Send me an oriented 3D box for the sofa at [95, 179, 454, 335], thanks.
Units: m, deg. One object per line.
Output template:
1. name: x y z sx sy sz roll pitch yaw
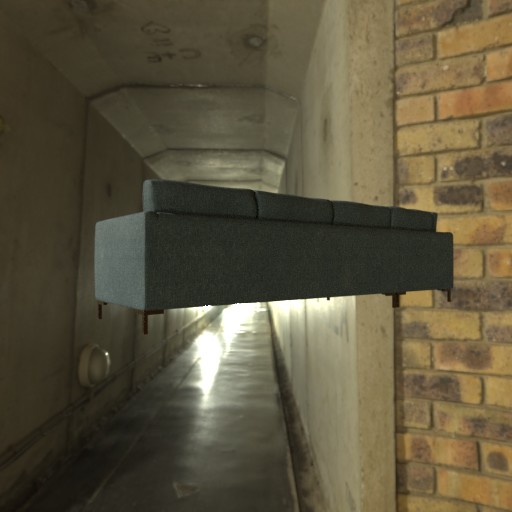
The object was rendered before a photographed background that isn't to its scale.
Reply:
1. sofa: 0.000 0.000 3.854 2.949 0.815 2.007 0 -1 -37
